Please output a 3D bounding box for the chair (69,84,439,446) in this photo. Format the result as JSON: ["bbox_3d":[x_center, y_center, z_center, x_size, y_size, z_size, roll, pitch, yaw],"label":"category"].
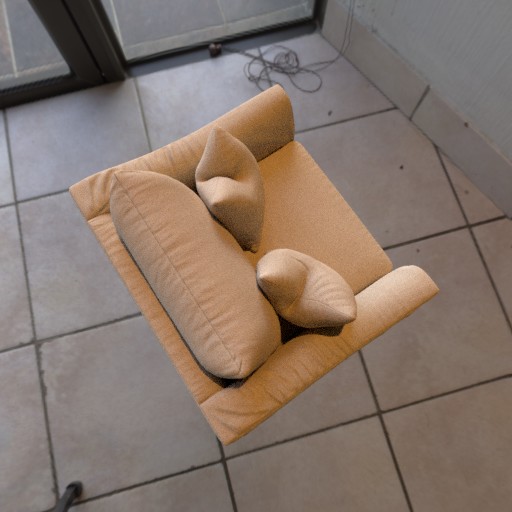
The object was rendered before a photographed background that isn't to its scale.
[{"bbox_3d":[0.000,0.000,2.056,1.071,1.093,1.194,-33,78,-8],"label":"chair"}]
